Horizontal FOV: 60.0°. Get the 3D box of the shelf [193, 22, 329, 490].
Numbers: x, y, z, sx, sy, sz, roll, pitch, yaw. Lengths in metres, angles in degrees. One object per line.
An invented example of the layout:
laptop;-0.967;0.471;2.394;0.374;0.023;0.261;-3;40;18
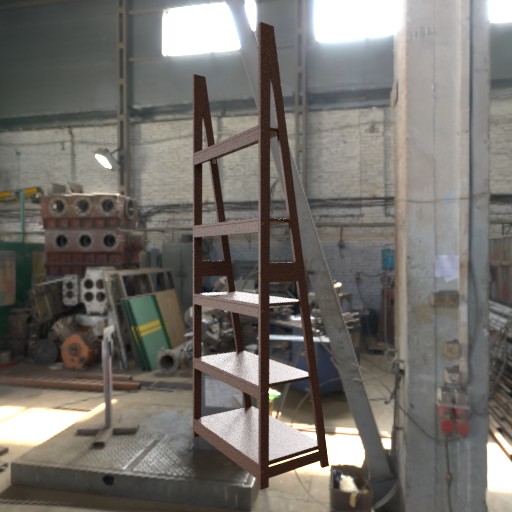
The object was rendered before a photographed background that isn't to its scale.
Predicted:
shelf;0.000;0.000;2.019;0.350;1.770;0.600;0;0;-33
